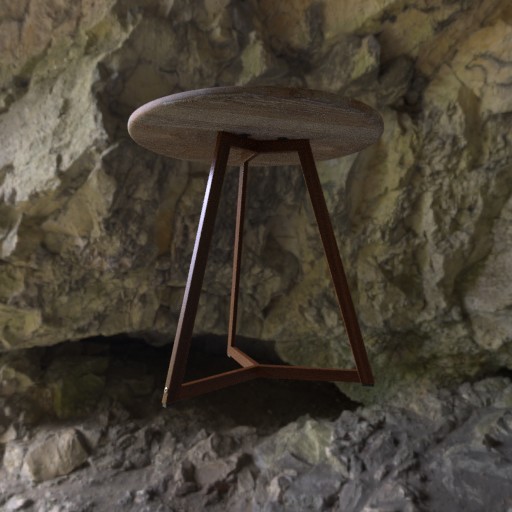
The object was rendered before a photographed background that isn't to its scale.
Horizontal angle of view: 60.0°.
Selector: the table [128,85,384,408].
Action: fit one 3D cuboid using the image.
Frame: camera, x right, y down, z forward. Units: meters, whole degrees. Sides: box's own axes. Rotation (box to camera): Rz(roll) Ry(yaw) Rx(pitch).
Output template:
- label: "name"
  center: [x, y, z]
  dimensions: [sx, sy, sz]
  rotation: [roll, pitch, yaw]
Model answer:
- label: "table"
  center: [0.000, 0.000, 0.899]
  dimensions: [0.500, 0.500, 0.500]
  rotation: [0, 0, 0]
